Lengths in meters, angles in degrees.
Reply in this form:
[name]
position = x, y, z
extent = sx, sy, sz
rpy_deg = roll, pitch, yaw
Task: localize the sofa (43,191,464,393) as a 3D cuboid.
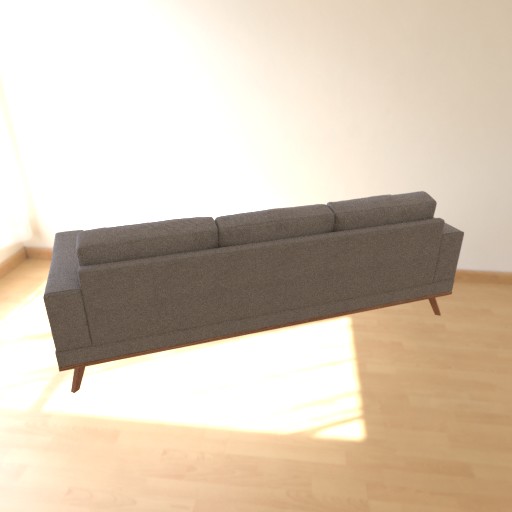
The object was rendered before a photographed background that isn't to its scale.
[sofa]
position = 0.000, 0.000, 2.740
extent = 2.310, 0.810, 0.920
rpy_deg = -8, 27, -16
